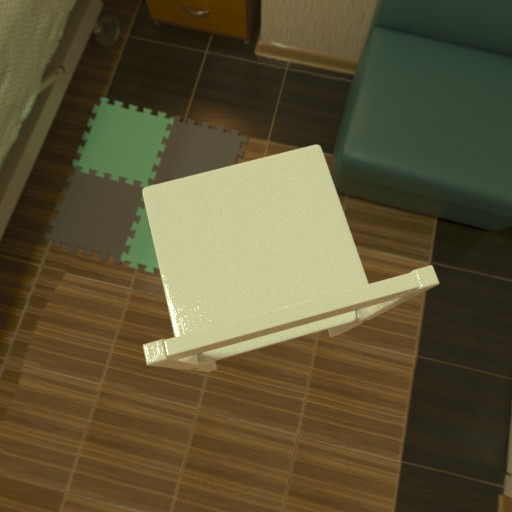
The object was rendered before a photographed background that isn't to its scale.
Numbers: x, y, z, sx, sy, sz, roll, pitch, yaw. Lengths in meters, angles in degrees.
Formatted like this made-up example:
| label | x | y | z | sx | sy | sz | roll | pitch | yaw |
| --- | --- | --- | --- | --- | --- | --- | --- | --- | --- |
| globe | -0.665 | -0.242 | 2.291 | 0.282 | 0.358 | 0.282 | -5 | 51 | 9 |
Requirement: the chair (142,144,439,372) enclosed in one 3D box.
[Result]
| label | x | y | z | sx | sy | sz | roll | pitch | yaw |
| --- | --- | --- | --- | --- | --- | --- | --- | --- | --- |
| chair | 0.000 | 0.000 | 0.879 | 0.367 | 0.668 | 0.361 | -15 | 75 | -4 |
